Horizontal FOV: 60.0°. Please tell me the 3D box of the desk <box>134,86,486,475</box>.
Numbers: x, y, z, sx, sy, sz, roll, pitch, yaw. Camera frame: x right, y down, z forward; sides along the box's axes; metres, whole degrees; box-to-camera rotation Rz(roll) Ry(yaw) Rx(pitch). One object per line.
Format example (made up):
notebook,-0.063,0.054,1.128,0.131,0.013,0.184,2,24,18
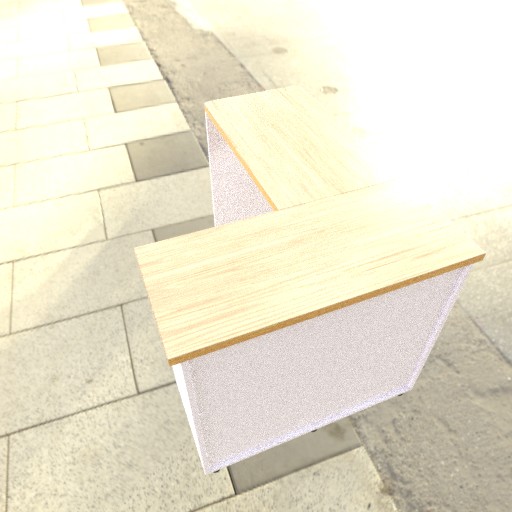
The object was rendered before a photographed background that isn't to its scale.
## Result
desk,0.000,0.000,1.757,0.900,0.760,1.170,-16,47,-16
